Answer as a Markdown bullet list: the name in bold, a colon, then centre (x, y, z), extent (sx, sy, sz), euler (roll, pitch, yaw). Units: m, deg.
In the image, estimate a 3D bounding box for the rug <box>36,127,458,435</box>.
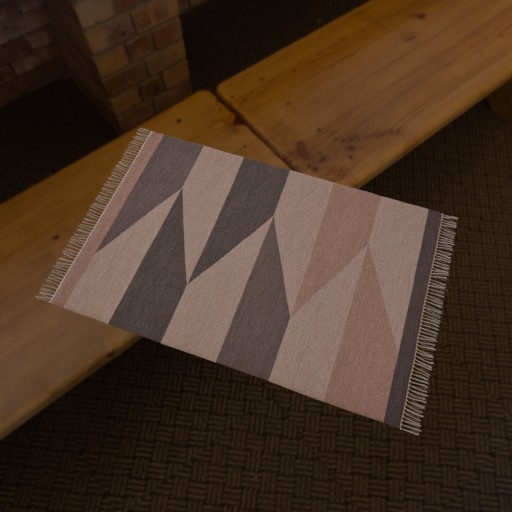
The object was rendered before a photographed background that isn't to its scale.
- **rug**: centre (0.000, 0.000, 2.407), extent (2.021, 0.027, 1.224), euler (18, 65, 9)
